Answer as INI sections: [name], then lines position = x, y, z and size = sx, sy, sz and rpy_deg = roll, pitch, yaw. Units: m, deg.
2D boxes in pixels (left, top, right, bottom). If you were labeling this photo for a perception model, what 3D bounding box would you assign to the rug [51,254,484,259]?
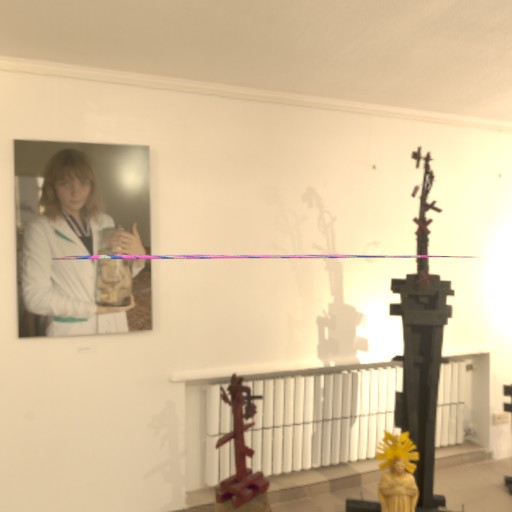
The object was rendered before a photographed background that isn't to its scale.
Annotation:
[rug]
position = 0.000, 0.000, 2.937
size = 2.350, 0.013, 1.539
rpy_deg = 0, 0, -19
